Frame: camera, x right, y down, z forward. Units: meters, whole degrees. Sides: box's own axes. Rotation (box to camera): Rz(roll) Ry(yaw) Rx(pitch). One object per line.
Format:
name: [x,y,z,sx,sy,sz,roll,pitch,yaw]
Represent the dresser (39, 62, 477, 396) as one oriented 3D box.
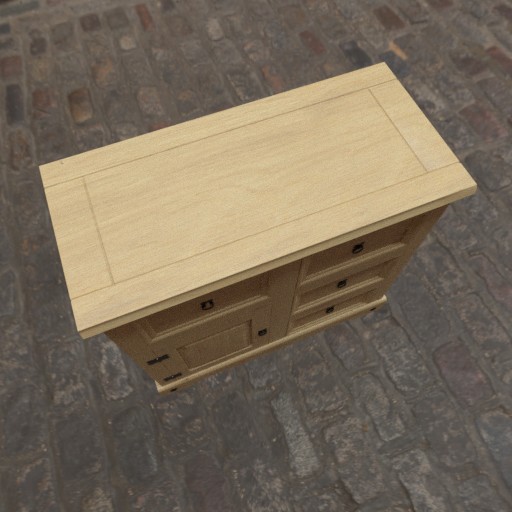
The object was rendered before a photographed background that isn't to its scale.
dresser: [0.000,0.000,1.393,0.915,0.835,0.440,-20,66,-10]
